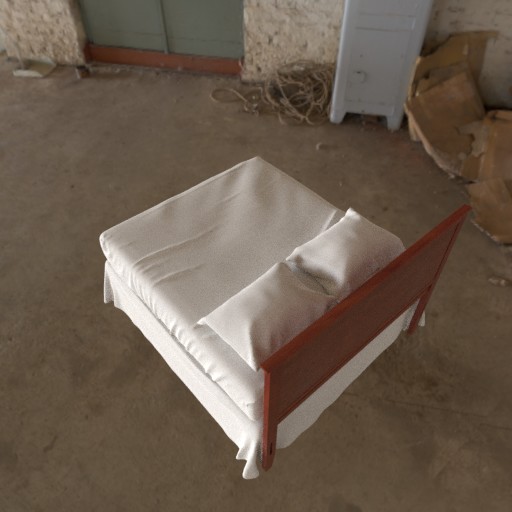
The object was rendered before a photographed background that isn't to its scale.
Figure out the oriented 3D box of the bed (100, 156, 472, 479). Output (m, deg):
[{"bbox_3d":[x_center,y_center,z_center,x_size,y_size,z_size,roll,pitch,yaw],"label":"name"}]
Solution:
[{"bbox_3d":[0.000,0.000,3.237,1.870,1.270,2.050,-32,54,-27],"label":"bed"}]
